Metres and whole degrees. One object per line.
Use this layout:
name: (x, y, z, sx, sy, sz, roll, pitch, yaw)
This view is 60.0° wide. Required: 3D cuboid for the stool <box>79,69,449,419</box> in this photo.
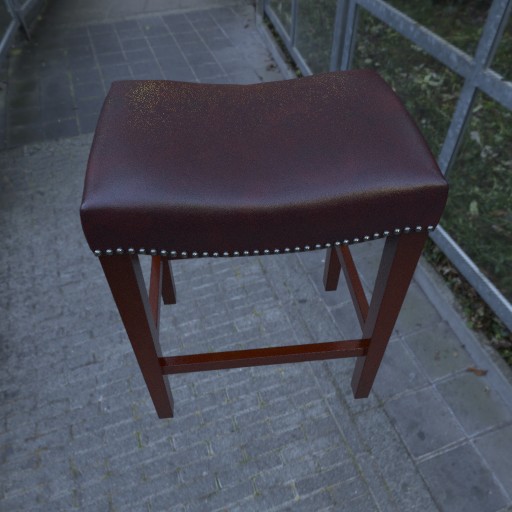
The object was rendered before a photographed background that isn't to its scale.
stool: (0.000, 0.000, 0.919, 0.504, 0.657, 0.372, -4, 47, -4)
